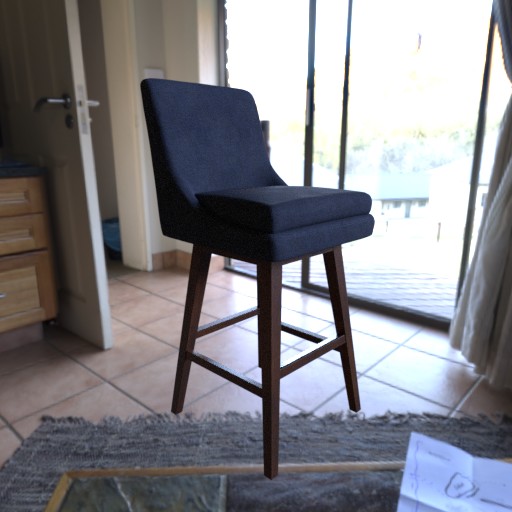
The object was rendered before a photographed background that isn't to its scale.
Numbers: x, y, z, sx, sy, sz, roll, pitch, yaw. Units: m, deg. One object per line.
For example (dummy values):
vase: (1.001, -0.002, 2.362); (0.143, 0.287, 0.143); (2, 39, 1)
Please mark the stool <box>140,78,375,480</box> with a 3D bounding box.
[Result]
stool: (0.000, 0.000, 1.401); (0.572, 1.068, 0.489); (13, 19, 42)
